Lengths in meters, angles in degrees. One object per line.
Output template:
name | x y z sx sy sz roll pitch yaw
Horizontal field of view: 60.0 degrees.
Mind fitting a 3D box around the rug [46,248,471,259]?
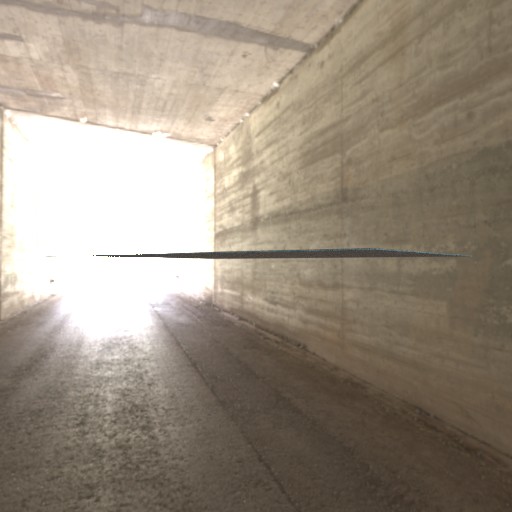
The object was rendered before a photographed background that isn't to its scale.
rug | 0.000 0.000 4.192 3.291 0.013 2.337 -1 -1 37
